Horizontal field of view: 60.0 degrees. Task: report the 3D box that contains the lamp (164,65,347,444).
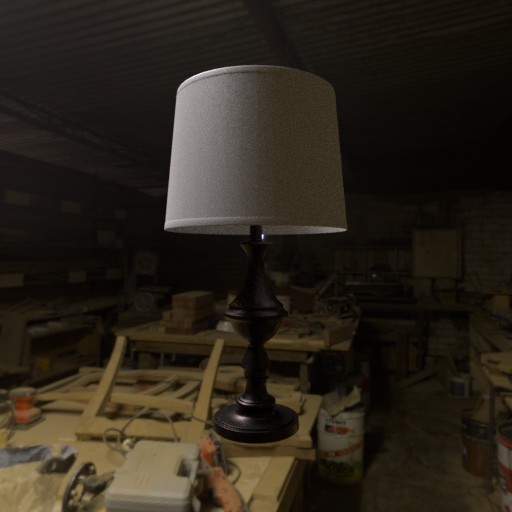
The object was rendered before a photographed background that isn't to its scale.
[{"bbox_3d":[0.000,0.000,0.947,0.383,0.726,0.383,0,0,0],"label":"lamp"}]
